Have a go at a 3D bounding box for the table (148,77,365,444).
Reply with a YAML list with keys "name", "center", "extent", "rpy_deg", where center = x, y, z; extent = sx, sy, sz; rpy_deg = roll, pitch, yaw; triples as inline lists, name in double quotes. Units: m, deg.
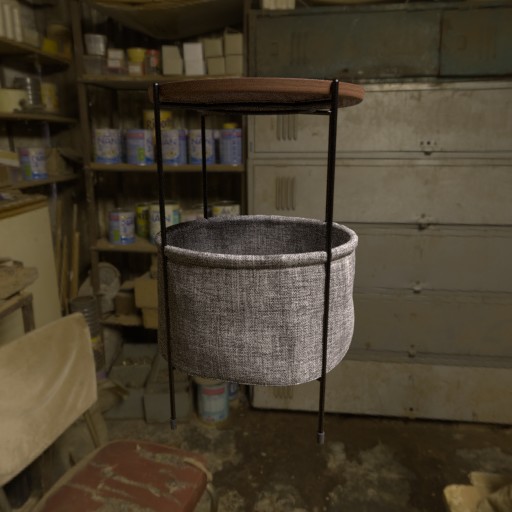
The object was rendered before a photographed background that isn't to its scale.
- name: "table"
  center: [0.000, 0.000, 0.889]
  extent: [0.400, 0.623, 0.400]
  rpy_deg: [2, 15, 8]
